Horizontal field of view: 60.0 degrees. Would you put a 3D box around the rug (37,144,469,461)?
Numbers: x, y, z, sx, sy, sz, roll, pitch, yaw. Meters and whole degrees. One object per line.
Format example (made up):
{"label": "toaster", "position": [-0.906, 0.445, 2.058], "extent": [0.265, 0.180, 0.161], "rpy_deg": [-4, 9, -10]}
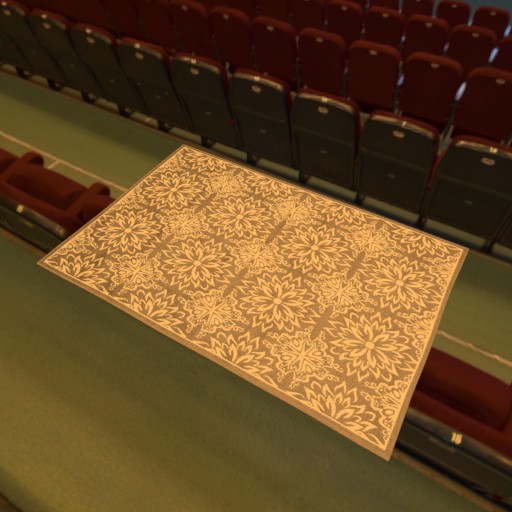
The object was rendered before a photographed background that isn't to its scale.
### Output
{"label": "rug", "position": [0.000, 0.000, 2.267], "extent": [1.847, 0.012, 1.224], "rpy_deg": [24, 52, 20]}
